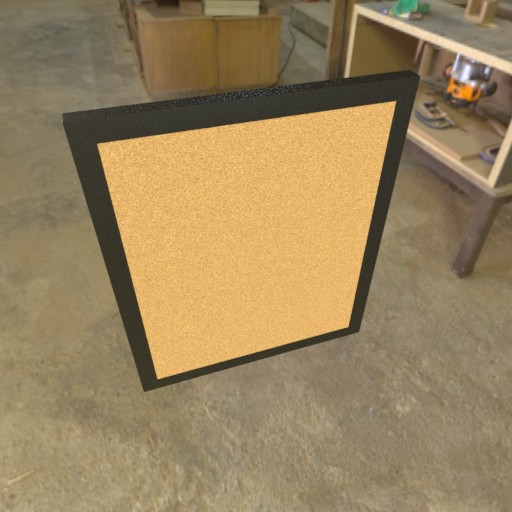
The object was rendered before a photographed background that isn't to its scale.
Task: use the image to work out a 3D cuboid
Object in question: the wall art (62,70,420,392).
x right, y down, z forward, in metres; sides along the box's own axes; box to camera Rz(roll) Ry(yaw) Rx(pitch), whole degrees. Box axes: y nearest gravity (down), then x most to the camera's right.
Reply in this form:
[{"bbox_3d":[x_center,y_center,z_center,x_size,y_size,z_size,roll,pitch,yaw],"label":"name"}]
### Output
[{"bbox_3d":[0.000,0.000,0.688,0.432,0.508,0.025,-12,43,-14],"label":"wall art"}]
